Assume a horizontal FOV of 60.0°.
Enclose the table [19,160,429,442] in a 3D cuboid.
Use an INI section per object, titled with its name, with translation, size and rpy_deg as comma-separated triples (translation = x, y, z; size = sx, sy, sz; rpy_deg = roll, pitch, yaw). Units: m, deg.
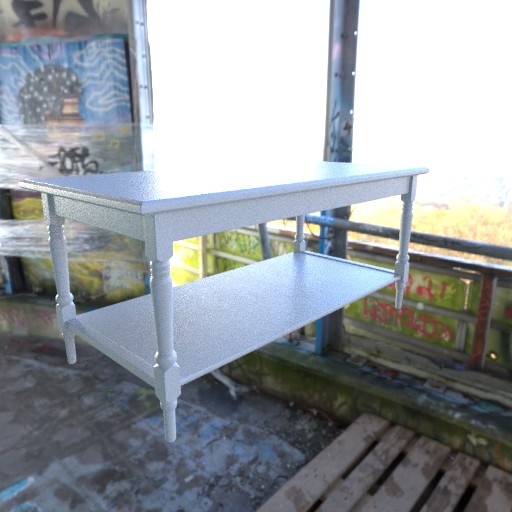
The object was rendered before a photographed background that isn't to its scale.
[table]
translation = 0.000, 0.000, 1.355
size = 0.551, 0.506, 1.109
rpy_deg = 14, 21, 42
